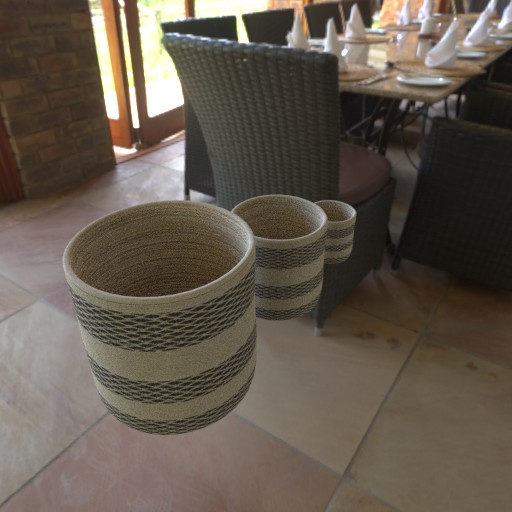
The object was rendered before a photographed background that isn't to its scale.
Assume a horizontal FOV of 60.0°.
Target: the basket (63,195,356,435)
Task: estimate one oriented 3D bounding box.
[{"bbox_3d":[0.000,0.000,1.101,0.351,0.356,0.917,22,39,31],"label":"basket"}]
